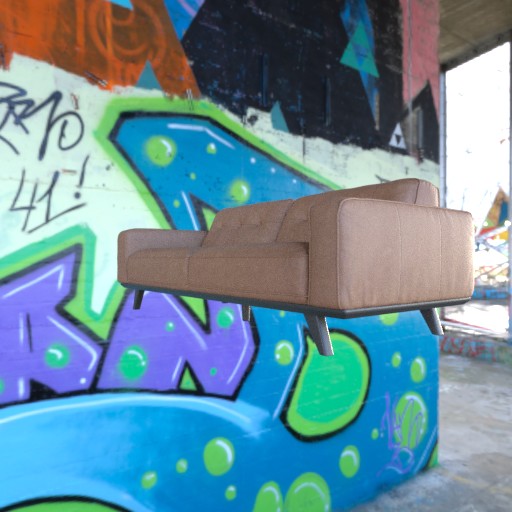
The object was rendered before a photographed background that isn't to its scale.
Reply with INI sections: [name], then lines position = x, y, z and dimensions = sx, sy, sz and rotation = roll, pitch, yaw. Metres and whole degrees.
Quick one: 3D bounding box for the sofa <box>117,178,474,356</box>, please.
[sofa]
position = 0.000, 0.000, 2.713
dimensions = 0.953, 0.780, 2.270
rotation = 0, 0, -37
